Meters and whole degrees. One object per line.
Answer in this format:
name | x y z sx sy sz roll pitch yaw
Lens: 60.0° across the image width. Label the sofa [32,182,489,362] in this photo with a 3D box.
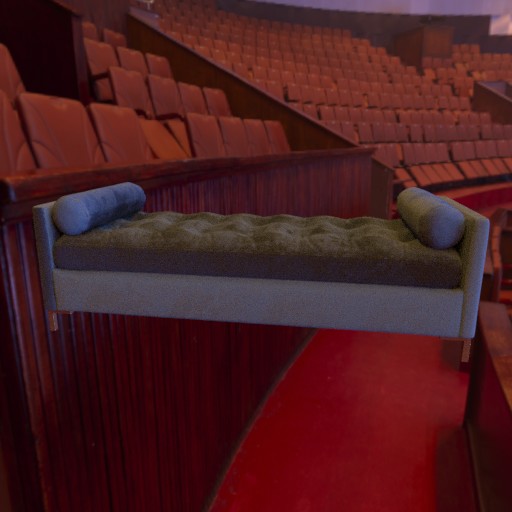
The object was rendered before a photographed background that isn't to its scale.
sofa | 0.000 0.000 2.414 2.102 0.705 0.796 2 15 9
